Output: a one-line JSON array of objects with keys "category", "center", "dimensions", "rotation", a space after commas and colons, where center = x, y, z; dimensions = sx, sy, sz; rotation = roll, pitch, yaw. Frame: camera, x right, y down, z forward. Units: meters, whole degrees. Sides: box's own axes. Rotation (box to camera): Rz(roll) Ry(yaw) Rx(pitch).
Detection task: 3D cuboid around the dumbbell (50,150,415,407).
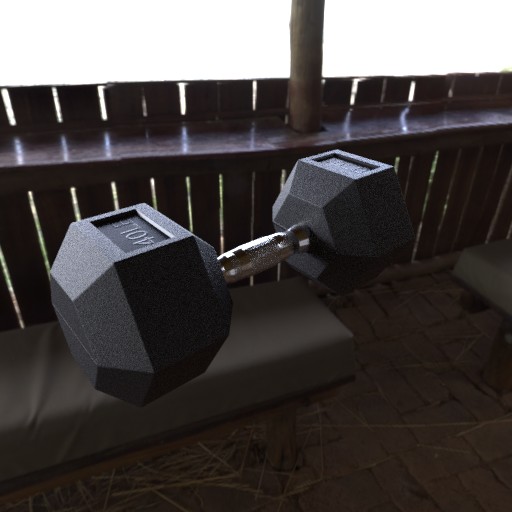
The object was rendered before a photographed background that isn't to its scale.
[{"category": "dumbbell", "center": [0.000, 0.000, 0.436], "dimensions": [0.361, 0.137, 0.157], "rotation": [-22, 37, -33]}]
